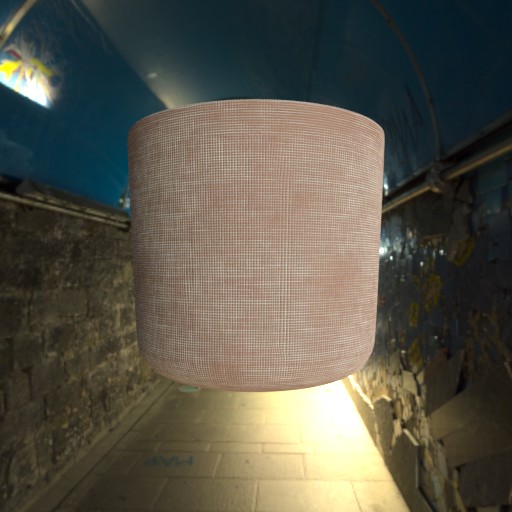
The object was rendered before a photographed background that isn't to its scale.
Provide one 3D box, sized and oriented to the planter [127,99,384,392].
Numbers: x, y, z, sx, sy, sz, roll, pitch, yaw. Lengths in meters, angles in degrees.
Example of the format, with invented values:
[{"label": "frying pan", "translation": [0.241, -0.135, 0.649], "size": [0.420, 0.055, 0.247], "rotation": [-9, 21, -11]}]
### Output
[{"label": "planter", "translation": [0.000, 0.000, 0.787], "size": [0.440, 0.398, 0.440], "rotation": [0, -1, 0]}]
